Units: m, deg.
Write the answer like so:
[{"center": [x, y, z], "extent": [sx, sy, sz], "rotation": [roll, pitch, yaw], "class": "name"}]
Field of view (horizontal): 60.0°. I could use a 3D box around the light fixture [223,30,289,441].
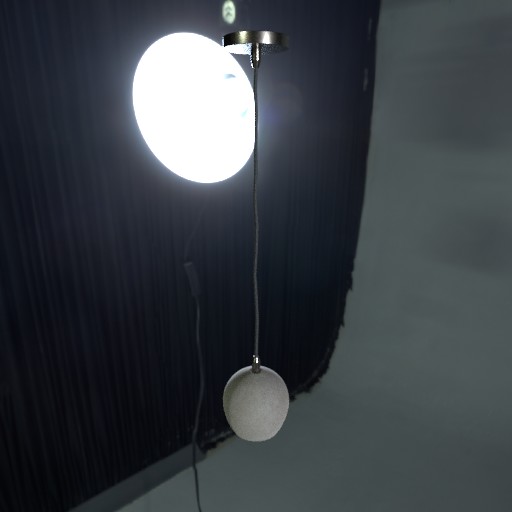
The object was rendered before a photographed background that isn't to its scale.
[{"center": [0.000, 0.000, 0.850], "extent": [0.139, 0.764, 0.139], "rotation": [15, 22, 41], "class": "light fixture"}]
